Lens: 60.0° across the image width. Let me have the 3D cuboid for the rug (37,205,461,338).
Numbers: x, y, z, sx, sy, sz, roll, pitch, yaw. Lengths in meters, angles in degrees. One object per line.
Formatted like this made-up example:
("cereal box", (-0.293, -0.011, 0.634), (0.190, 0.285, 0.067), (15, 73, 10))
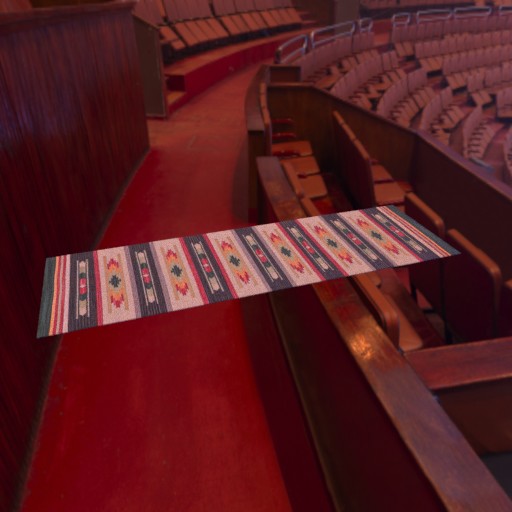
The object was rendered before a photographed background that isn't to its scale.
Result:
("rug", (0.000, 0.000, 2.728), (2.440, 0.009, 0.760), (-10, 33, -16))
